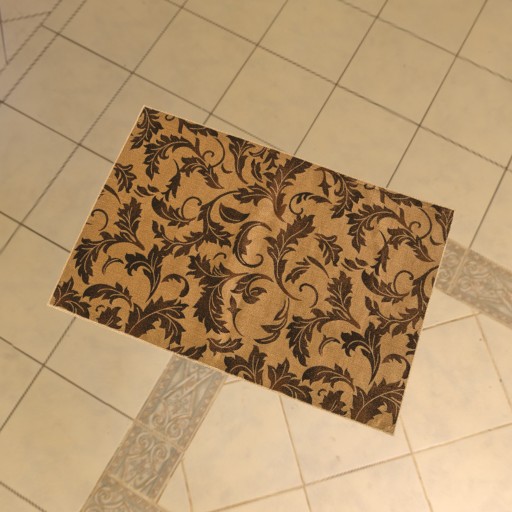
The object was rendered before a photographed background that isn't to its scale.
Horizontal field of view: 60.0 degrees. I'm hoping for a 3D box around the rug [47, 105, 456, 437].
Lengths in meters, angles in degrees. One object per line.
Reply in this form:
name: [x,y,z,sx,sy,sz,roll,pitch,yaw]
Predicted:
rug: [0.000,0.000,2.875,2.284,0.008,1.522,20,77,5]
